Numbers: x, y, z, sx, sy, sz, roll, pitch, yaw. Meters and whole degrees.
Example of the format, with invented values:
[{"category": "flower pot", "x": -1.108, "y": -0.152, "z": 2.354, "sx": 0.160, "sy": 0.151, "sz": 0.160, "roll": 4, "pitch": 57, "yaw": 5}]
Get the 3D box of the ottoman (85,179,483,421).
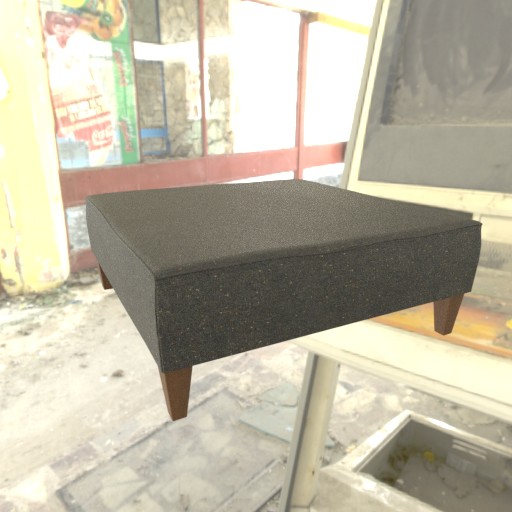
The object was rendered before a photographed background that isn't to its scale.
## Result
[{"category": "ottoman", "x": 0.000, "y": 0.000, "z": 1.530, "sx": 0.968, "sy": 0.382, "sz": 1.004, "roll": -9, "pitch": 20, "yaw": -26}]
